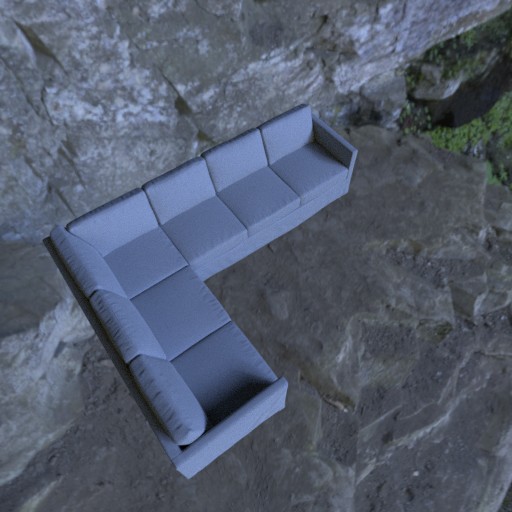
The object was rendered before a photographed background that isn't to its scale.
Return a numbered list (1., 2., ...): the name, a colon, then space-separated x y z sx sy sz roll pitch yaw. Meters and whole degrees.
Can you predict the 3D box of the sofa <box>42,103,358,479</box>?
1. sofa: 0.000 0.000 4.303 3.182 0.871 2.432 -32 63 -19
